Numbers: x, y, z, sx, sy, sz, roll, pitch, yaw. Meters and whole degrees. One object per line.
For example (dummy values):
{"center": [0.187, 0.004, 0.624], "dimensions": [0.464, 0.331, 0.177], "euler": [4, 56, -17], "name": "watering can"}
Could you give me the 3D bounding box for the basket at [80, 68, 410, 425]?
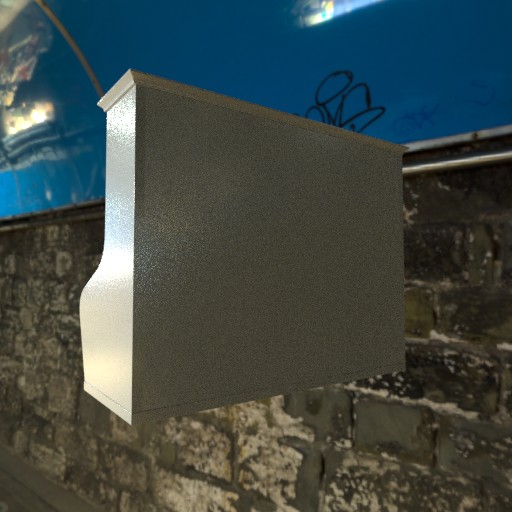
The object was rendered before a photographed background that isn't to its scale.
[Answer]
{"center": [0.000, 0.000, 1.105], "dimensions": [0.780, 0.600, 0.350], "euler": [2, -3, -36], "name": "basket"}
